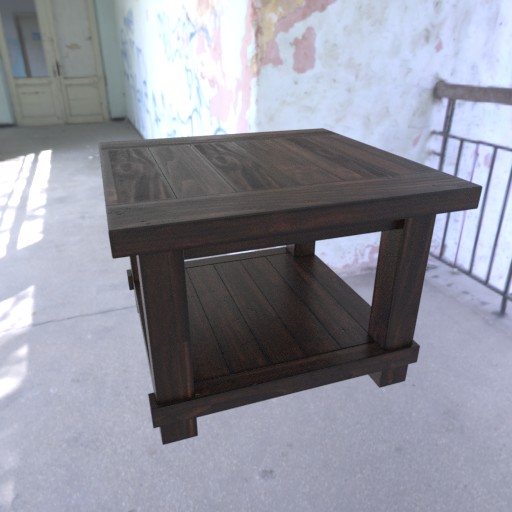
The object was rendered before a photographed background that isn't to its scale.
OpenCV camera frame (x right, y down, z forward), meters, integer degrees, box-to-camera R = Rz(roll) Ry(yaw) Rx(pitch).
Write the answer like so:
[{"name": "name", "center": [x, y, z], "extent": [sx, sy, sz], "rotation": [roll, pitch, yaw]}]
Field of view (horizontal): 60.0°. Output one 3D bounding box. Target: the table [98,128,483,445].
[{"name": "table", "center": [0.000, 0.000, 1.005], "extent": [0.606, 0.437, 0.593], "rotation": [-8, 27, -17]}]
